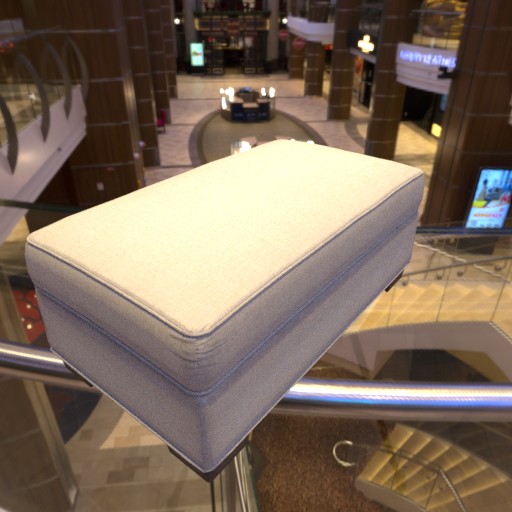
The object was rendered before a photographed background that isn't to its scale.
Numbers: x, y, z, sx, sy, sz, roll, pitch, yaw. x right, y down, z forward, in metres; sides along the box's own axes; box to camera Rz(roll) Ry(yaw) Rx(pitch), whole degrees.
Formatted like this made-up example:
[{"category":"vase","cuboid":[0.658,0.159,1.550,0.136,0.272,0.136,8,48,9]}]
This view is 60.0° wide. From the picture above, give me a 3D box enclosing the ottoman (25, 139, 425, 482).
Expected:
[{"category":"ottoman","cuboid":[0.000,0.000,1.359,0.617,0.461,1.097,22,37,32]}]
